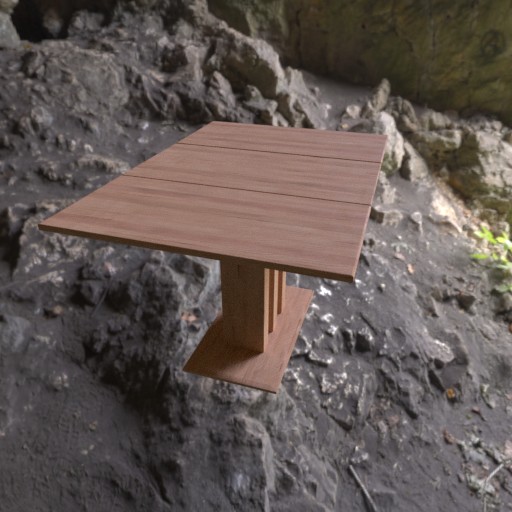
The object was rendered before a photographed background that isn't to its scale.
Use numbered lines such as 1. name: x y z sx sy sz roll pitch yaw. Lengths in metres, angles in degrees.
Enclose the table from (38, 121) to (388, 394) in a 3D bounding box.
1. table: 0.000 0.000 1.880 0.900 0.770 1.300 9 31 15
